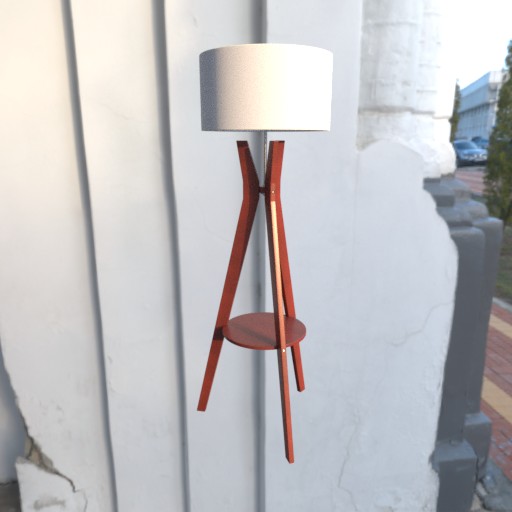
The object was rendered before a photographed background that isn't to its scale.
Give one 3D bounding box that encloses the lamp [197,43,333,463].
[{"bbox_3d":[0.000,0.000,1.778,0.542,1.472,0.539,3,15,10],"label":"lamp"}]
